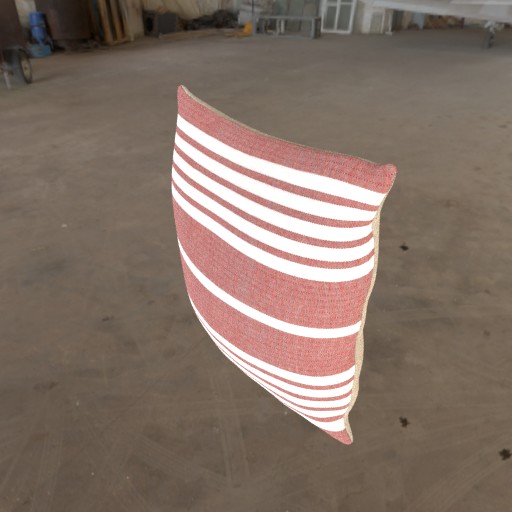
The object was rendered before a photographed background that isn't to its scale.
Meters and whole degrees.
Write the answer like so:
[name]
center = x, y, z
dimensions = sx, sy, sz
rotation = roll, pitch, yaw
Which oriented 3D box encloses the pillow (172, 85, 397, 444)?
[pillow]
center = 0.000, 0.000, 0.667
dimensions = 0.182, 0.427, 0.439
rotation = -21, 37, -30
